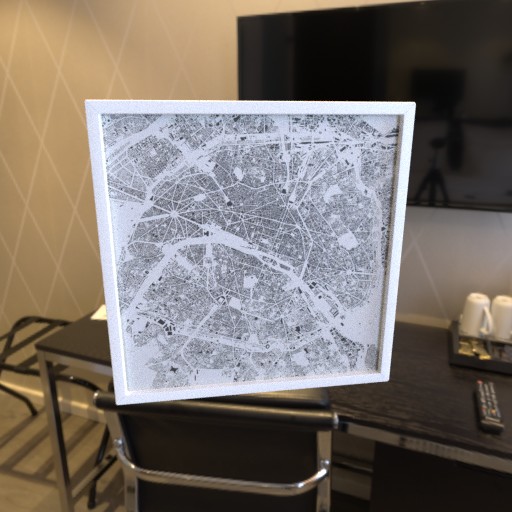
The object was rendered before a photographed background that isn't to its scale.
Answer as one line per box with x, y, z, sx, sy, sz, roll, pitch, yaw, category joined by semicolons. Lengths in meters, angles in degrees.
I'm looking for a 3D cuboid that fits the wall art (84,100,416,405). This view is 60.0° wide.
0.000;0.000;0.463;0.305;0.305;0.038;-2;17;-8;wall art
